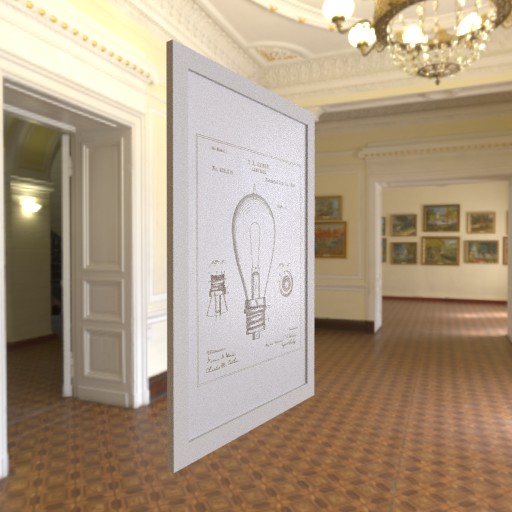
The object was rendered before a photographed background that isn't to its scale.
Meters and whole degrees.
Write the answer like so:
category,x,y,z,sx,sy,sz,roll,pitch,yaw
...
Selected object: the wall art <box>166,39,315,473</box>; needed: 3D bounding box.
category,x,y,z,sx,sy,sz,roll,pitch,yaw
wall art,0.000,0.000,0.619,0.010,0.474,0.325,0,1,36
